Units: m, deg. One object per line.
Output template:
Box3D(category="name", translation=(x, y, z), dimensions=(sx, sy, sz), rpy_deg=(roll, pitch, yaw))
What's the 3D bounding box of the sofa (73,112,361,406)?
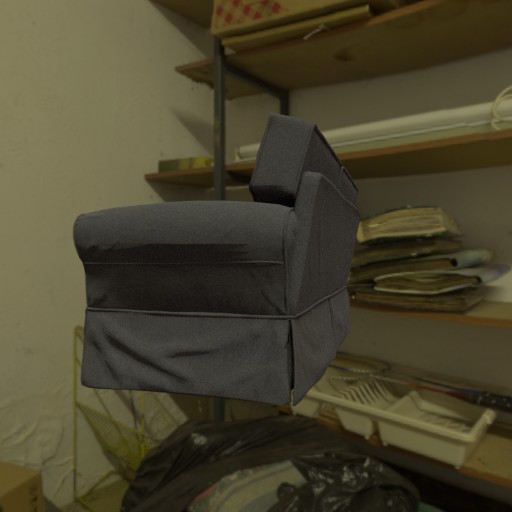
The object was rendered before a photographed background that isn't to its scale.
Box3D(category="sofa", translation=(0.000, 0.000, 2.412), dimensions=(0.997, 1.059, 1.801), rpy_deg=(0, 0, 18))
